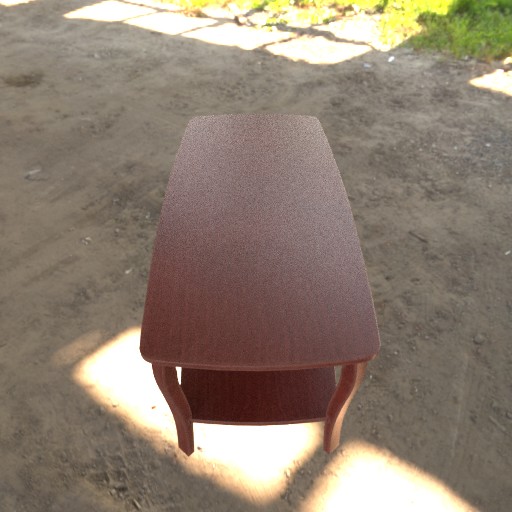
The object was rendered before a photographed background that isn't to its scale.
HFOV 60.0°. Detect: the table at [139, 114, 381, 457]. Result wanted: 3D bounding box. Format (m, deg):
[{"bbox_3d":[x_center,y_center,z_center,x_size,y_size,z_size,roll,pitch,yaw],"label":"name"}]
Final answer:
[{"bbox_3d":[0.000,0.000,1.509,0.561,0.473,1.216,-1,41,-1],"label":"table"}]
